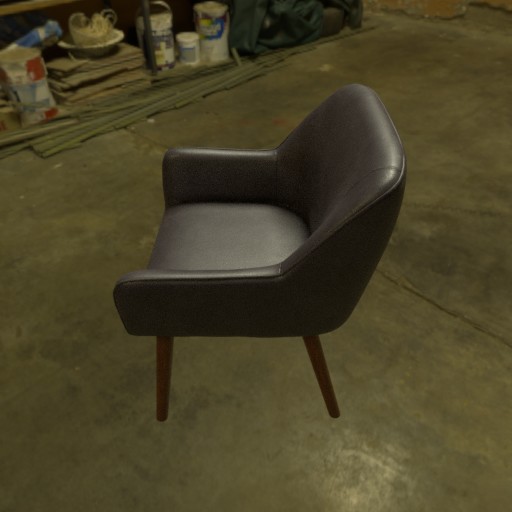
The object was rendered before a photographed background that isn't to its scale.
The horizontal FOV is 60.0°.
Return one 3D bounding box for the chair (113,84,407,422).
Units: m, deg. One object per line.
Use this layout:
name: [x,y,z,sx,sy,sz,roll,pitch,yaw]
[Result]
chair: [0.000,0.000,1.245,0.610,0.828,0.610,1,40,1]
